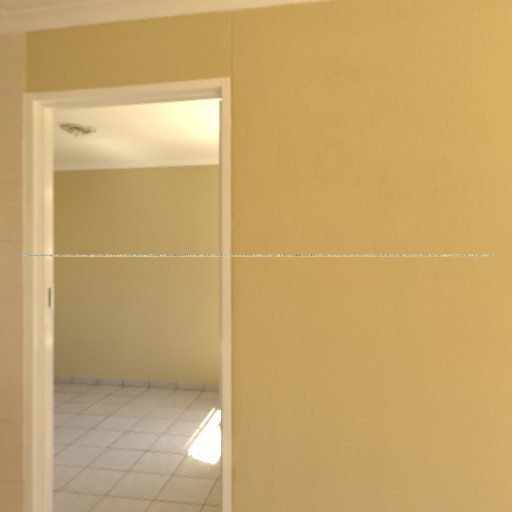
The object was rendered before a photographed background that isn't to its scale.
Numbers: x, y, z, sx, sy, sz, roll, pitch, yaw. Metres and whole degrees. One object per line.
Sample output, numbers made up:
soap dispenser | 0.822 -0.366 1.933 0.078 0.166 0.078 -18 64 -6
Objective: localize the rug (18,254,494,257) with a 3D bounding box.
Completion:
rug | 0.000 0.000 2.204 1.752 0.006 1.142 0 0 0
